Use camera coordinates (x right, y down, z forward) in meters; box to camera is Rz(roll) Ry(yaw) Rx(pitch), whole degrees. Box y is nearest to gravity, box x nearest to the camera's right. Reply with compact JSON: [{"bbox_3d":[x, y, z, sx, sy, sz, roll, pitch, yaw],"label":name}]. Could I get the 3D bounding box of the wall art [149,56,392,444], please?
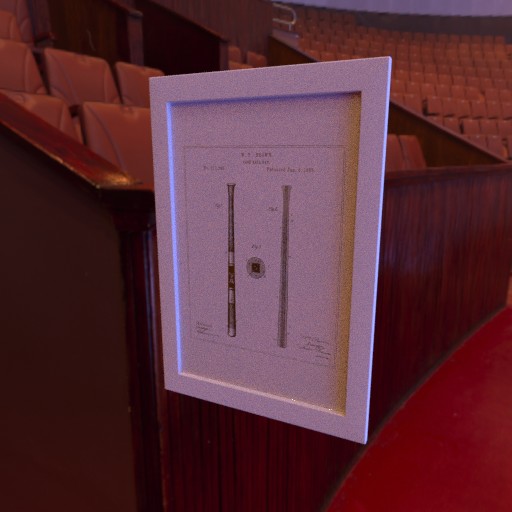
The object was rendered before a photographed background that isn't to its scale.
[{"bbox_3d":[0.000,0.000,0.611,0.329,0.482,0.011,6,15,25],"label":"wall art"}]
